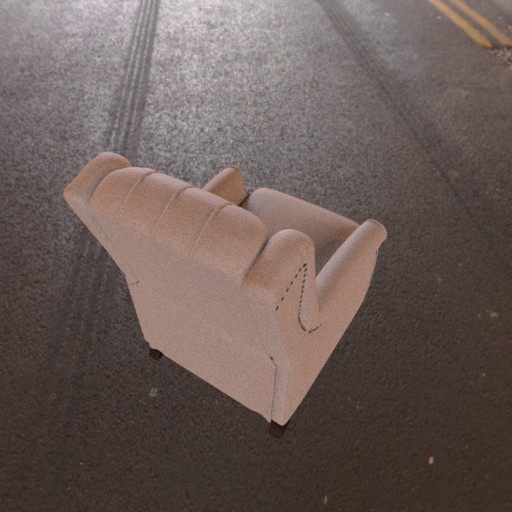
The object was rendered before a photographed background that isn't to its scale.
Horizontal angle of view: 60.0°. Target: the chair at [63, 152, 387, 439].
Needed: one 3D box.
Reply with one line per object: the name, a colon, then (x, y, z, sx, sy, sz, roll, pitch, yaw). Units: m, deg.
chair: (0.000, 0.000, 1.629, 0.742, 1.035, 0.902, 25, 51, 22)
